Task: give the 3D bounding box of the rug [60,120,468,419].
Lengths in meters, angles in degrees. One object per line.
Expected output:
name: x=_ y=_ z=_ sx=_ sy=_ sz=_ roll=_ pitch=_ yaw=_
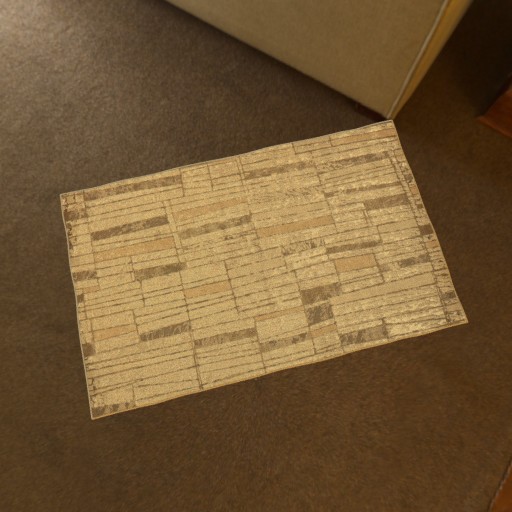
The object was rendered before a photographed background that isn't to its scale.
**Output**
rug: x=0.000 y=0.000 z=2.974 sx=2.444 sy=0.023 sz=1.531 roll=-14 pitch=75 yaw=-4
